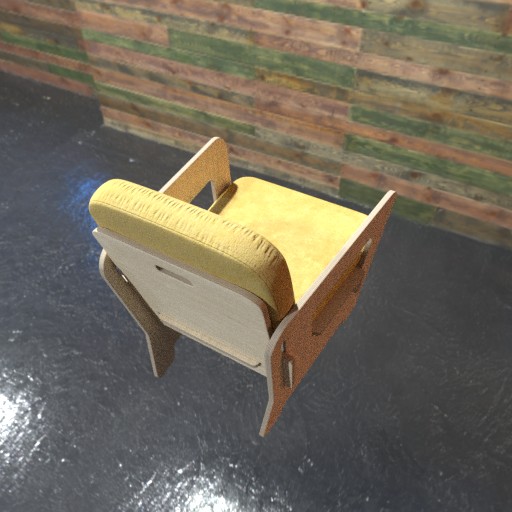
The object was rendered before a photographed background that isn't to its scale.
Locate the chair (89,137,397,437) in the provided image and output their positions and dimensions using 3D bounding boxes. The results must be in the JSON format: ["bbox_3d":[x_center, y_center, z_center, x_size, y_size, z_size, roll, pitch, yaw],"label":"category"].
[{"bbox_3d":[0.000,0.000,1.285,0.590,0.800,0.710,22,49,21],"label":"chair"}]
